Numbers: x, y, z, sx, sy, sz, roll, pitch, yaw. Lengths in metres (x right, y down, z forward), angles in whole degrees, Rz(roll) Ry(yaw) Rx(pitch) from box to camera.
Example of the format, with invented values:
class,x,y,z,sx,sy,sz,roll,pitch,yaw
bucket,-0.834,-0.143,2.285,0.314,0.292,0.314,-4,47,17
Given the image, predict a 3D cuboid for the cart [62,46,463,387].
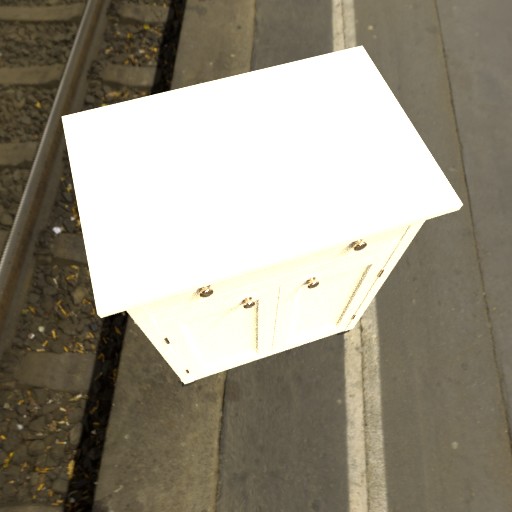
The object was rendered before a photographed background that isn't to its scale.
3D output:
class,x,y,z,sx,sy,sz,roll,pitch,yaw
cart,0.000,0.000,1.241,0.683,0.864,0.442,-17,65,-8
